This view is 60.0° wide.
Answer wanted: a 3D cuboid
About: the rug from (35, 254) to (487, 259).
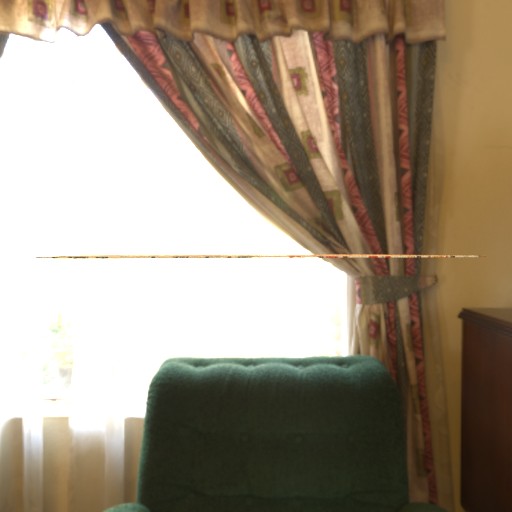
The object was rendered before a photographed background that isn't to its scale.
[{"bbox_3d":[0.000,0.000,3.136,2.584,0.010,1.523,0,1,-17],"label":"rug"}]
